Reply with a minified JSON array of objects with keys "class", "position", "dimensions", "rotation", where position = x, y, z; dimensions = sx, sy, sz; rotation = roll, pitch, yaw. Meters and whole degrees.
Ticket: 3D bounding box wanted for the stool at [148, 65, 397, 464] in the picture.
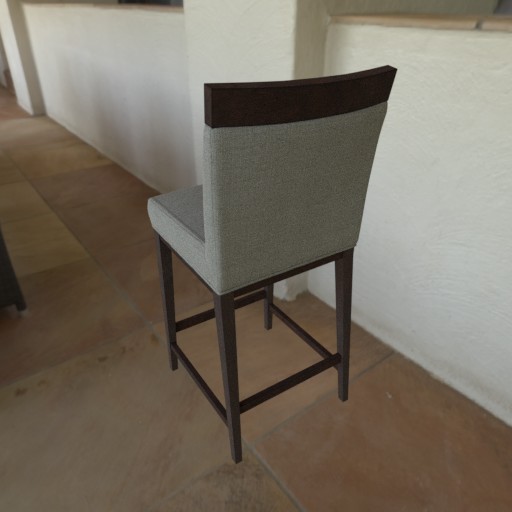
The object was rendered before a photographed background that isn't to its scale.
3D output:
[{"class":"stool","position":[0.000,0.000,1.391],"dimensions":[0.511,1.117,0.531],"rotation":[-18,35,-28]}]
